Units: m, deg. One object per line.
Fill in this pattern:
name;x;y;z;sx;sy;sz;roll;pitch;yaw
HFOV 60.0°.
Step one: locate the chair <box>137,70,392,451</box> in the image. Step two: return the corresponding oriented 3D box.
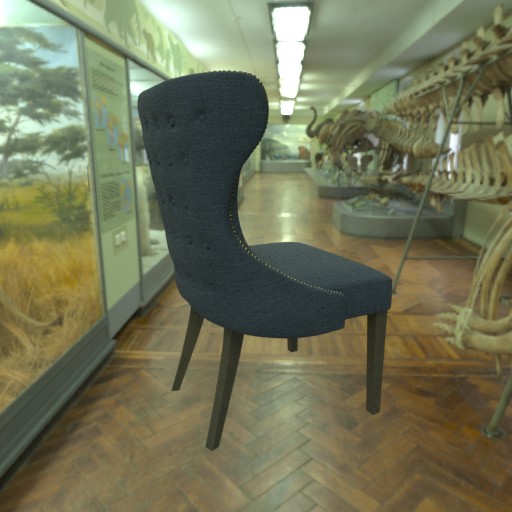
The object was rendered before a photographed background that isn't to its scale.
chair;0.000;0.000;1.358;0.635;0.967;0.628;-7;16;-26
